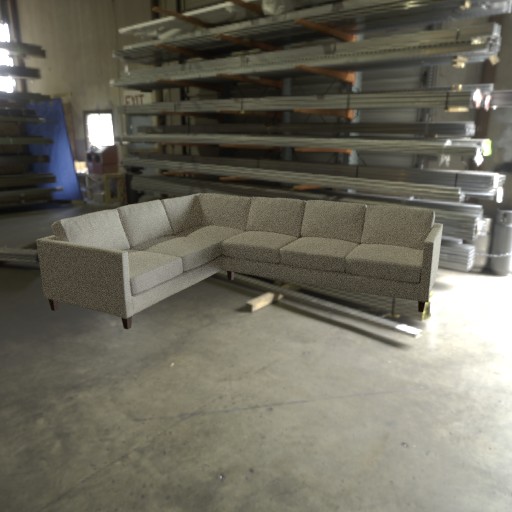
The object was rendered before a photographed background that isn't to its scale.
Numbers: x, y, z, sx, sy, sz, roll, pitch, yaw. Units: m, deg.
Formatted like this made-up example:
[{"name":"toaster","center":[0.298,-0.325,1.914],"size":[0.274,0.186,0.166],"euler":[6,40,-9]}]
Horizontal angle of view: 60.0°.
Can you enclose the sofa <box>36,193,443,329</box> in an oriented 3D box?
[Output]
[{"name":"sofa","center":[0.000,0.000,4.348],"size":[3.182,0.863,2.432],"euler":[8,17,26]}]
